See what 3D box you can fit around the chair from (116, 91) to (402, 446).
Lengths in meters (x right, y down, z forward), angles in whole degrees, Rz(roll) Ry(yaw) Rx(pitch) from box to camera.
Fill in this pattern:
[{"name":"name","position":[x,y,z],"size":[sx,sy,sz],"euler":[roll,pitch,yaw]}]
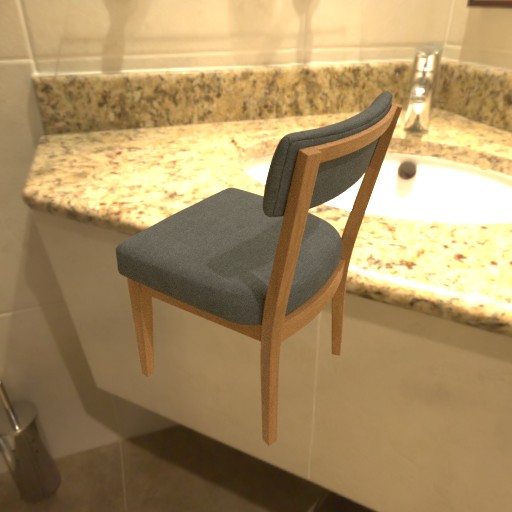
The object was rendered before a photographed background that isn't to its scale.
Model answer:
[{"name":"chair","position":[0.000,0.000,1.204],"size":[0.572,0.832,0.508],"euler":[19,36,29]}]
